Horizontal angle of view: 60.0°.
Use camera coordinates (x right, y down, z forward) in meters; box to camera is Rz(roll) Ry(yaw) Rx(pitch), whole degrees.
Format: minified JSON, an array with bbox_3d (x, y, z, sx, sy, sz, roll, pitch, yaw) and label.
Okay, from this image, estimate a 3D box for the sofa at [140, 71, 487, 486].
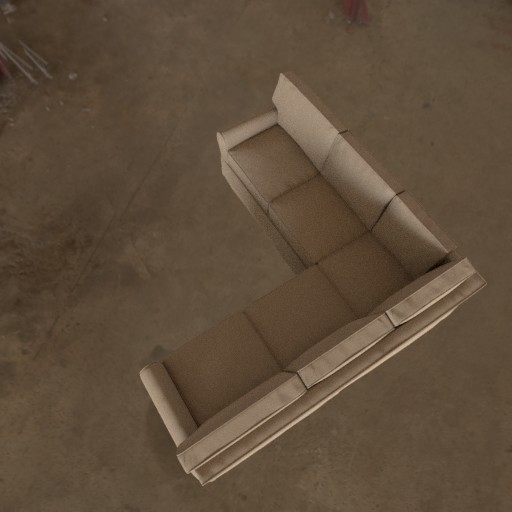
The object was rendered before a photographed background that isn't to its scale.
[{"bbox_3d":[0.000,0.000,4.036,2.733,1.124,2.730,-30,68,-13],"label":"sofa"}]
